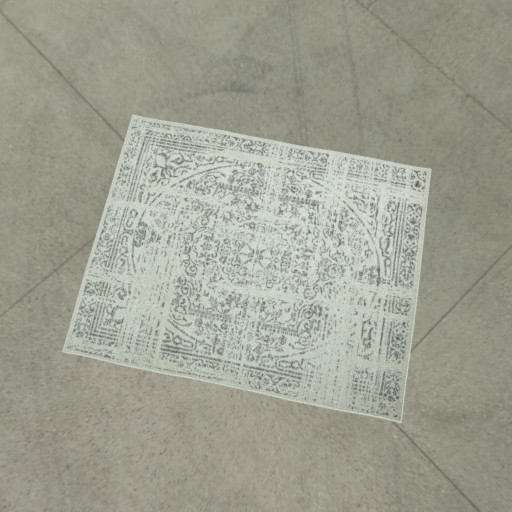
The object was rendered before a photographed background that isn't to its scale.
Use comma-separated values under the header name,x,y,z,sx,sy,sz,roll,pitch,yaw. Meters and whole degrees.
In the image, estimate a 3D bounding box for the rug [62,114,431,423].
name,x,y,z,sx,sy,sz,roll,pitch,yaw
rug,0.000,0.000,3.963,2.921,0.032,2.311,11,77,3
